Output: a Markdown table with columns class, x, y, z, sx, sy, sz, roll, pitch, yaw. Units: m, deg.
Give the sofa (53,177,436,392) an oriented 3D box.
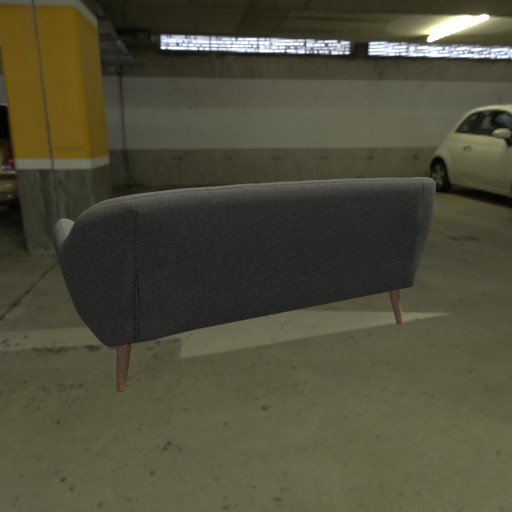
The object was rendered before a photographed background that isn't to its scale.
| class | x | y | z | sx | sy | sz | roll | pitch | yaw |
| --- | --- | --- | --- | --- | --- | --- | --- | --- | --- |
| sofa | 0.000 | 0.000 | 2.249 | 1.840 | 0.820 | 0.820 | -7 | 17 | -25 |
